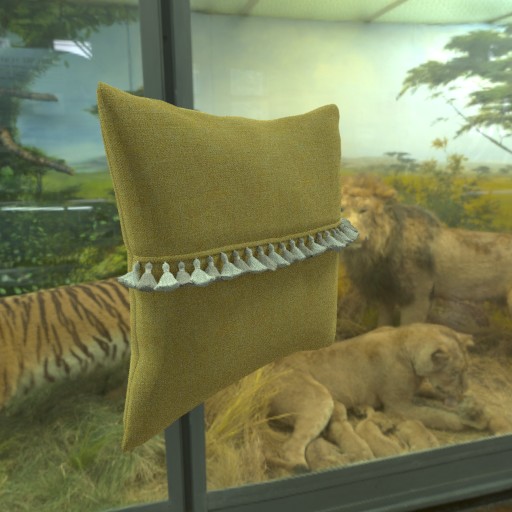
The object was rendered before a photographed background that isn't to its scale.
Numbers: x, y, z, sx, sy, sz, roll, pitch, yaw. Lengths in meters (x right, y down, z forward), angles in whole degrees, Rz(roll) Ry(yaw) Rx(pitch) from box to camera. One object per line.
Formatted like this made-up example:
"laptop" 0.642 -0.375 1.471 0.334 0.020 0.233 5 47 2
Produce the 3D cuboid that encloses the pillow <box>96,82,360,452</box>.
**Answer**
"pillow" 0.000 0.000 0.702 0.167 0.481 0.485 14 20 43
